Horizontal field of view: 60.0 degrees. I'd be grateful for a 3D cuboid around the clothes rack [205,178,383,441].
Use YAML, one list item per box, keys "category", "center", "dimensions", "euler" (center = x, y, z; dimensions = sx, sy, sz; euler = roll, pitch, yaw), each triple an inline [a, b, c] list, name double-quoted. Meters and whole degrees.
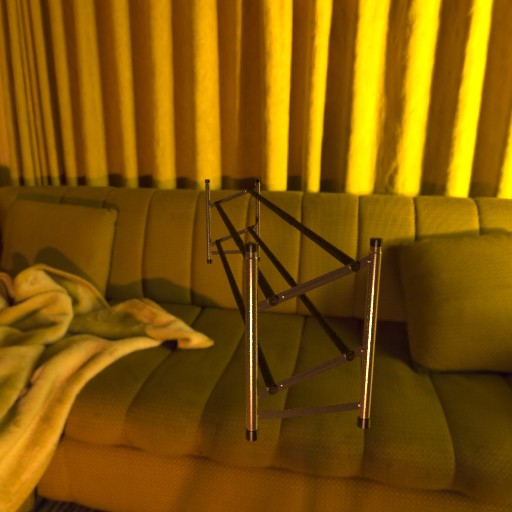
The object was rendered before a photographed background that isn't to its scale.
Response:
- category: "clothes rack"
  center: [0.000, 0.000, 1.291]
  dimensions: [0.229, 0.349, 1.168]
  euler: [-2, 15, -9]
